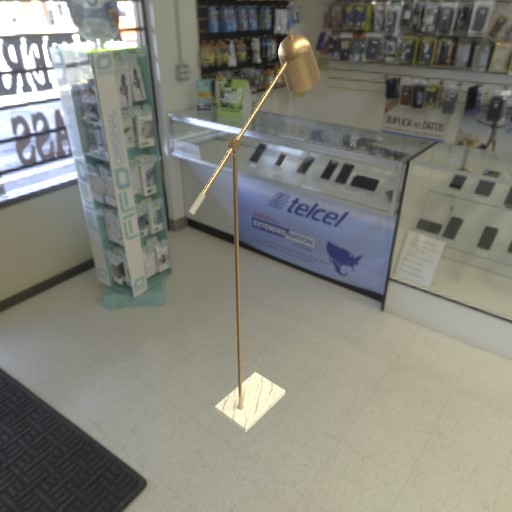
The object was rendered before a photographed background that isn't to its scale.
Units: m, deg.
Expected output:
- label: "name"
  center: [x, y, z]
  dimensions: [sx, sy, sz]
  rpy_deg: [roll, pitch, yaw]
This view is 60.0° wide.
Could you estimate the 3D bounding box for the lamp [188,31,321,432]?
- label: "lamp"
  center: [0.000, 0.000, 1.773]
  dimensions: [0.194, 1.594, 0.653]
  rpy_deg: [23, 37, 34]
